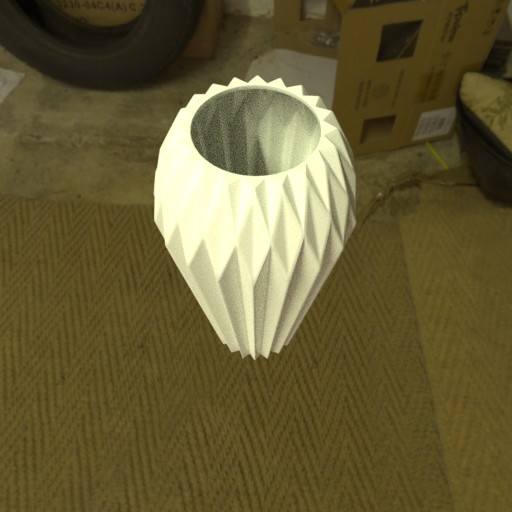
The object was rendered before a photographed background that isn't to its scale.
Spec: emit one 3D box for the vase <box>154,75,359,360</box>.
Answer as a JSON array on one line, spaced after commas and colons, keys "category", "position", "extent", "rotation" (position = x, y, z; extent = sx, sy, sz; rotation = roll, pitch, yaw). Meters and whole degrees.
[{"category": "vase", "position": [0.000, 0.000, 0.350], "extent": [0.133, 0.263, 0.133], "rotation": [0, 58, 0]}]
